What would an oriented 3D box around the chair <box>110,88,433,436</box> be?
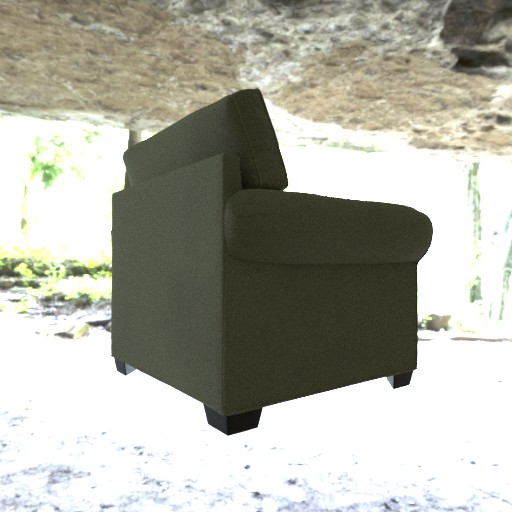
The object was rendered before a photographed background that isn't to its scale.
[{"bbox_3d":[0.000,0.000,1.908,0.939,1.044,1.147,0,-1,-36],"label":"chair"}]
